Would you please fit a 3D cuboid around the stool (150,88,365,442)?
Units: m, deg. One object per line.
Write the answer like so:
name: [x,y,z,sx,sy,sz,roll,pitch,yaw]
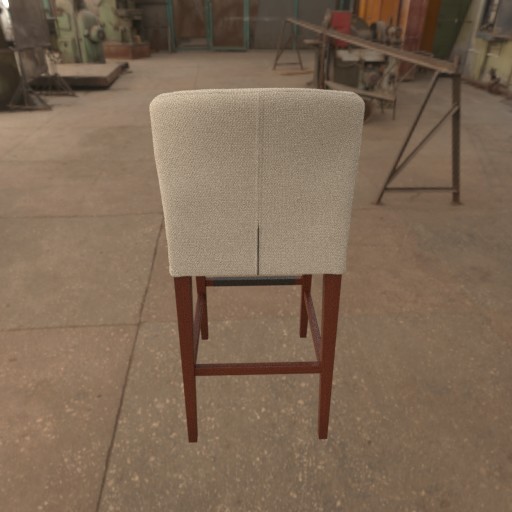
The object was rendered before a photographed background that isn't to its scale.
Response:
stool: [0.000,0.000,1.361,0.481,1.069,0.568,-1,31,-1]
